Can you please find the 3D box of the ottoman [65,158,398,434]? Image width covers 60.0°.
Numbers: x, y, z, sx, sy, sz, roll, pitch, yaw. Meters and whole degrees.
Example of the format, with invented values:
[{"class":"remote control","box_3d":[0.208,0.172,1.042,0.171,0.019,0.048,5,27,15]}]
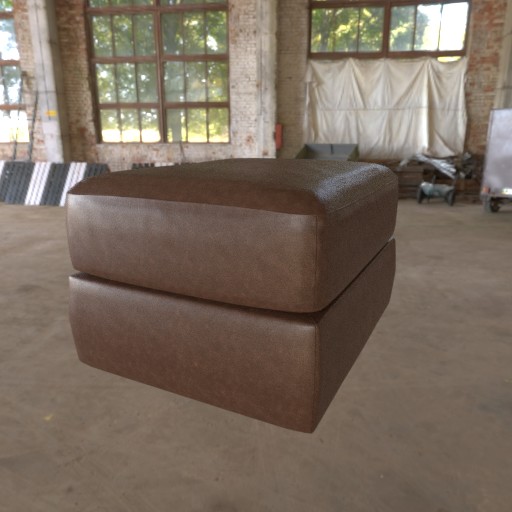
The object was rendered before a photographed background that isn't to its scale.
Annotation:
[{"class":"ottoman","box_3d":[0.000,0.000,1.160,0.603,0.476,0.751,8,18,26]}]
